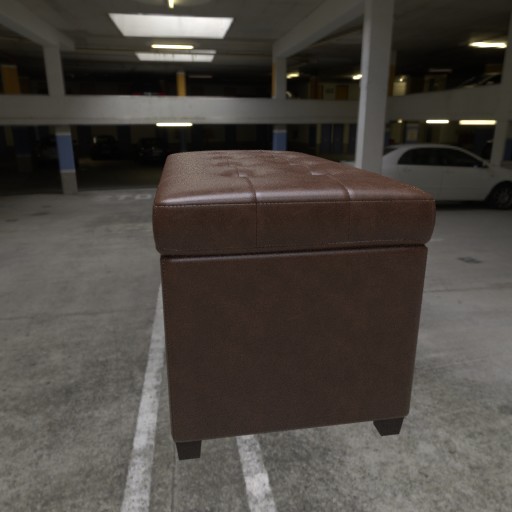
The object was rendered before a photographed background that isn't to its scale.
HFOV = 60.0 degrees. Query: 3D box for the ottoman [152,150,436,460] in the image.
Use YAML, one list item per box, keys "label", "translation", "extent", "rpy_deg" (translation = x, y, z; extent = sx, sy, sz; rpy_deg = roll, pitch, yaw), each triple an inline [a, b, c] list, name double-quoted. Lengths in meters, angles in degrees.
- label: "ottoman"
  translation: [0.000, 0.000, 1.088]
  extent: [0.432, 0.470, 0.838]
  rpy_deg: [-3, 17, -9]
